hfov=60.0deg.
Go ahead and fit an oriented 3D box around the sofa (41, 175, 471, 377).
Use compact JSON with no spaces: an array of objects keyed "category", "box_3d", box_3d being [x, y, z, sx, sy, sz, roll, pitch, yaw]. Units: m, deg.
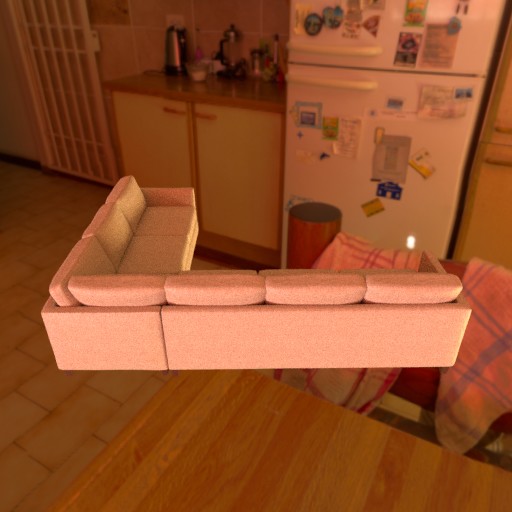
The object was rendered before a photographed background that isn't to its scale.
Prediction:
[{"category":"sofa","box_3d":[0.000,0.000,4.541,3.333,0.934,2.522,0,31,-1]}]
